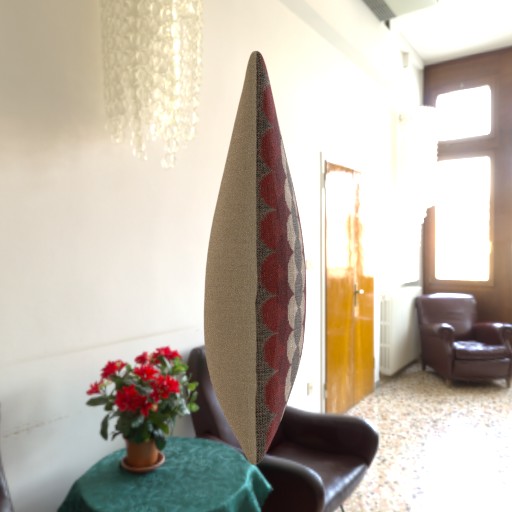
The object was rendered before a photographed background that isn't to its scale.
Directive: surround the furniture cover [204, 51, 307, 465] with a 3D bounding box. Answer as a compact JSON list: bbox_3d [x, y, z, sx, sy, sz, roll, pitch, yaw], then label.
[{"bbox_3d":[0.000,0.000,0.653,0.145,0.420,0.435,0,1,0],"label":"furniture cover"}]
